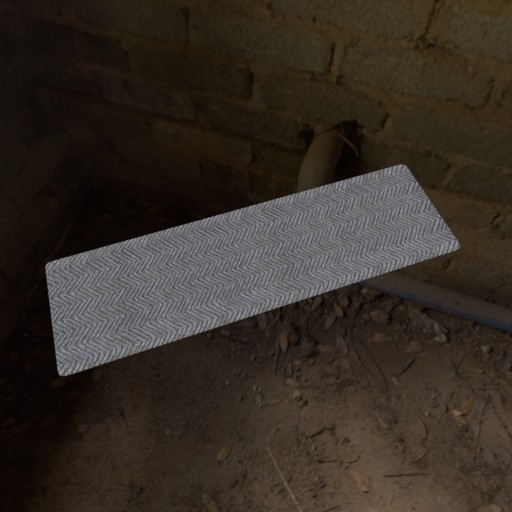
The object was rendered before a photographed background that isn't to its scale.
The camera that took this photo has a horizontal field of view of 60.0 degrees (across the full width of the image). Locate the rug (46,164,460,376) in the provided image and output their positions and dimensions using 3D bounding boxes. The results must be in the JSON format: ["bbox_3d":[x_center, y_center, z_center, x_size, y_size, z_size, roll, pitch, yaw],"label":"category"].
[{"bbox_3d":[0.000,0.000,2.534,2.286,0.008,0.686,-17,61,-10],"label":"rug"}]
